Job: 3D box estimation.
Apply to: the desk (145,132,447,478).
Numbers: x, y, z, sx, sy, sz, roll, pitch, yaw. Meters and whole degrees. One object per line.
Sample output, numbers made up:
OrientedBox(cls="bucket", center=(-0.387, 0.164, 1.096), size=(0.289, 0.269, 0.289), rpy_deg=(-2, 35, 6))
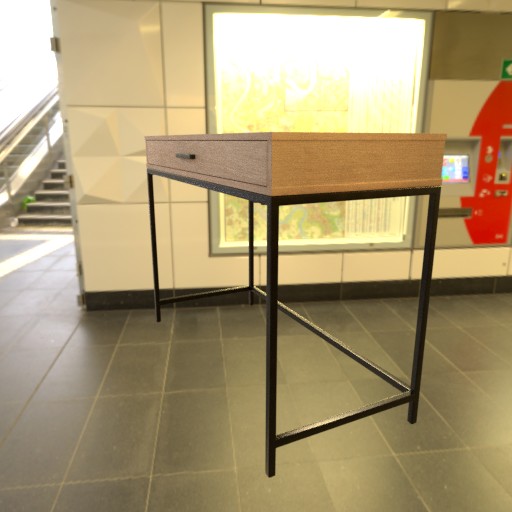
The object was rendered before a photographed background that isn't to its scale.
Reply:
OrientedBox(cls="desk", center=(0.000, 0.000, 1.447), size=(0.470, 0.762, 1.016), rpy_deg=(-7, 16, -26))
